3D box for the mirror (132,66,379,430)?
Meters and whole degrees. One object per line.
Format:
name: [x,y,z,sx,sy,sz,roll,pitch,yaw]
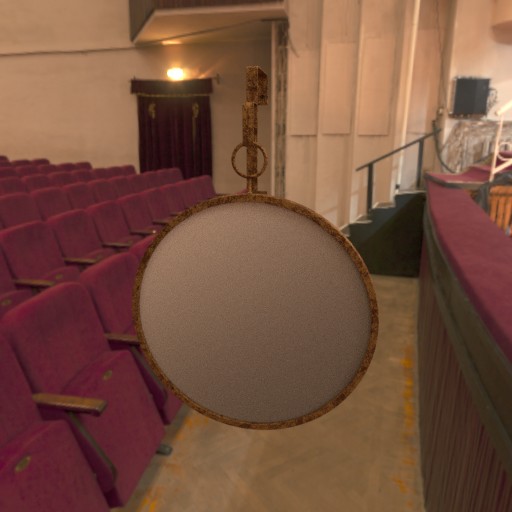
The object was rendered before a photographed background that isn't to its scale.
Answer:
mirror: [0.000,0.000,0.828,0.447,0.651,0.144,3,15,10]
